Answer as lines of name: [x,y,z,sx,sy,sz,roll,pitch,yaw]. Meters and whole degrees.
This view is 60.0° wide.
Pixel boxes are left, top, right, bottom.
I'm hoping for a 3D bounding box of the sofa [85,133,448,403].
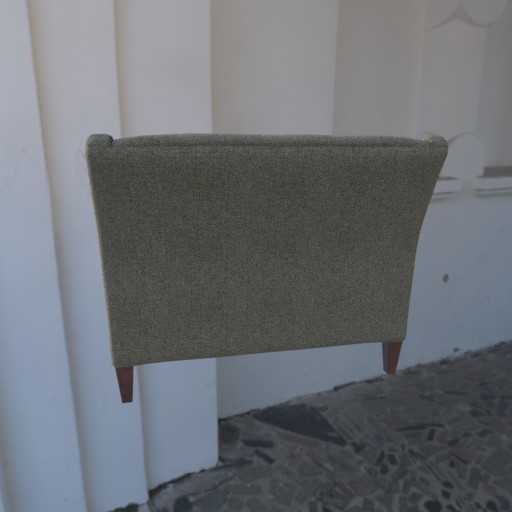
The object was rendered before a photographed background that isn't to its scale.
sofa: [0.000,0.000,1.955,1.242,1.021,0.870,-3,14,-11]
